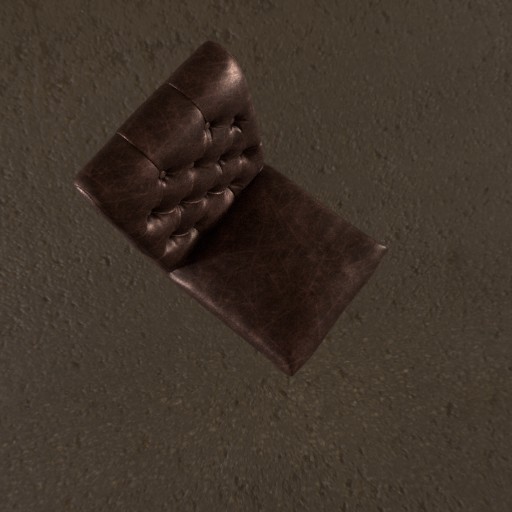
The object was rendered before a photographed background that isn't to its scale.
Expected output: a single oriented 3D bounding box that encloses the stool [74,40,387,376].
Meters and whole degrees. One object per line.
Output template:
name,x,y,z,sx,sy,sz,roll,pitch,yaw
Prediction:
stool,0.000,0.000,1.472,0.659,1.168,0.483,38,79,9
